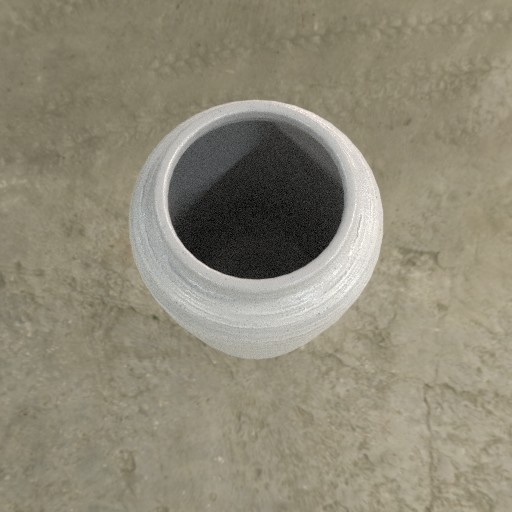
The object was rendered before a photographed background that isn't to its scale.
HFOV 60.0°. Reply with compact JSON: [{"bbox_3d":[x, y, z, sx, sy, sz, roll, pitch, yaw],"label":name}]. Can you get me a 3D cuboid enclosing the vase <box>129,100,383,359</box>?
[{"bbox_3d":[0.000,0.000,0.456,0.202,0.335,0.202,0,75,0],"label":"vase"}]
